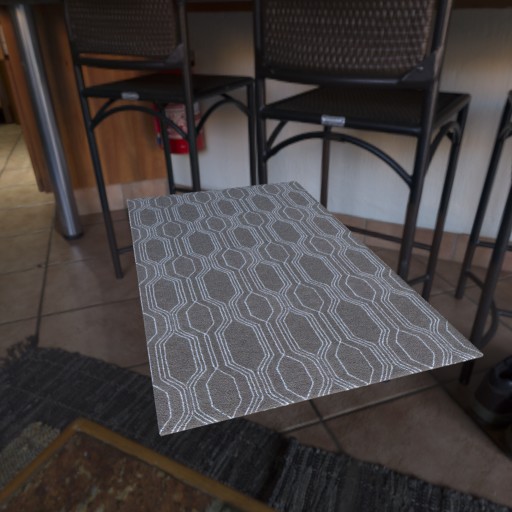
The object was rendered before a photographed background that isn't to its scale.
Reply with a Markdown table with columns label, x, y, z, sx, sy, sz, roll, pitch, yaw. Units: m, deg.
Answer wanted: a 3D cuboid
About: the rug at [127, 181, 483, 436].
| label | x | y | z | sx | sy | sz | roll | pitch | yaw |
| --- | --- | --- | --- | --- | --- | --- | --- | --- | --- |
| rug | 0.000 | 0.000 | 2.947 | 1.541 | 0.012 | 2.457 | -9 | 31 | -15 |
